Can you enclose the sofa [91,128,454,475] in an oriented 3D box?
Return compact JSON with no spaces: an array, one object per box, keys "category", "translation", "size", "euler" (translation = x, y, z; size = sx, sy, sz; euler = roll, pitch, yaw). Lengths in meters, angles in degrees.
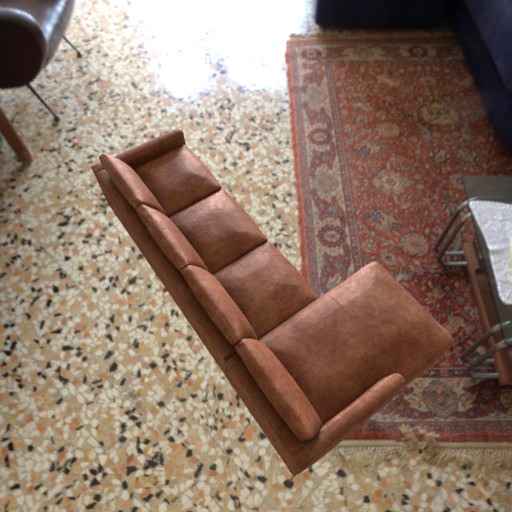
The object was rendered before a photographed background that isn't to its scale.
[{"category":"sofa","translation":[0.000,0.000,3.675],"size":[1.471,0.859,2.993],"euler":[-31,63,-18]}]
